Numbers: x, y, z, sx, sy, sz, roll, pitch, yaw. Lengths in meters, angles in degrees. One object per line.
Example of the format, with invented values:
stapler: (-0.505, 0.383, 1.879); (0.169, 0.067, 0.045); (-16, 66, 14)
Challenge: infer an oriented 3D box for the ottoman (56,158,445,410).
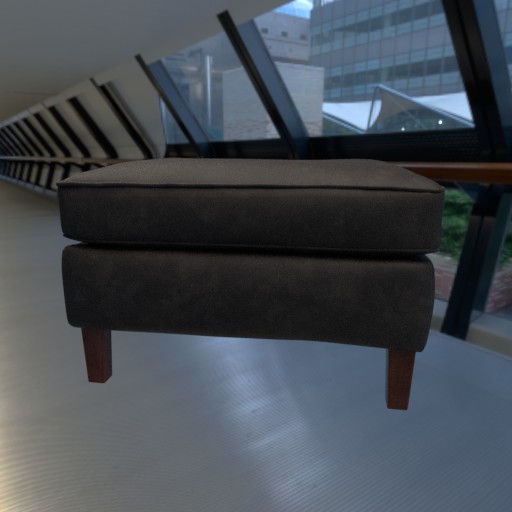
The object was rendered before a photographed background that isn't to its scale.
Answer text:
ottoman: (0.000, 0.000, 0.963); (0.665, 0.413, 0.501); (2, 14, 9)
